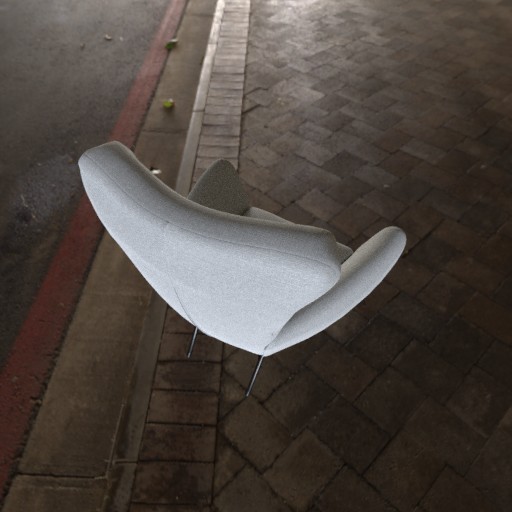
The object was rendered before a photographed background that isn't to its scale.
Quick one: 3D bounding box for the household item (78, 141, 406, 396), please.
[{"bbox_3d":[0.000,0.000,1.807,0.980,1.050,0.900,26,52,22],"label":"household item"}]
